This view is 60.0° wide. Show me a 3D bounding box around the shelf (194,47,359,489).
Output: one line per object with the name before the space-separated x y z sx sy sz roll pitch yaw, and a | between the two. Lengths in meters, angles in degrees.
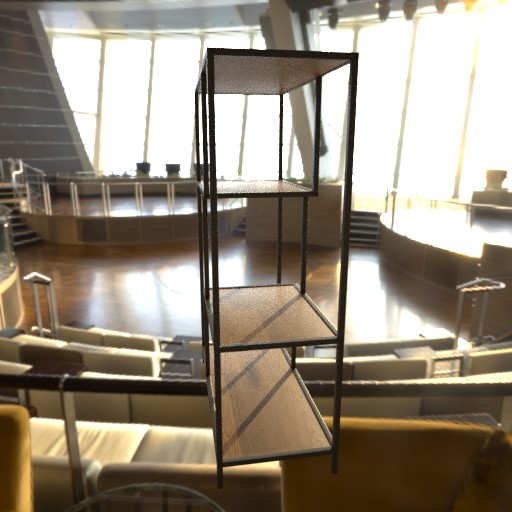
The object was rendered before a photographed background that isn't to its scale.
shelf | 0.000 0.000 1.495 0.350 1.138 0.770 -2 14 -9
